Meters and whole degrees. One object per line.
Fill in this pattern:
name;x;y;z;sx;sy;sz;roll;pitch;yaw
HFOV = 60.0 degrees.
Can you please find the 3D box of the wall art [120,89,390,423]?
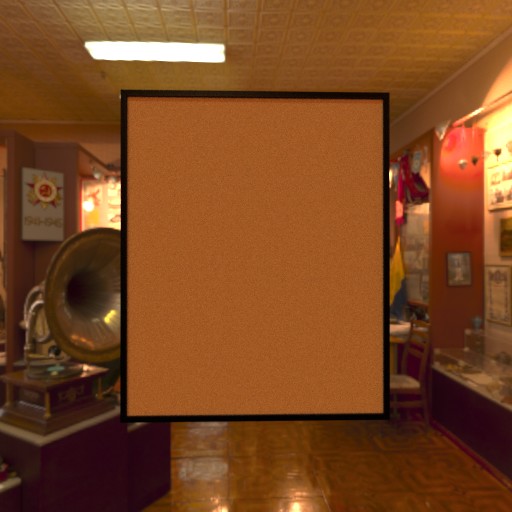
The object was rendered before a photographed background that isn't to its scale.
wall art;0.000;0.000;0.761;0.451;0.553;0.039;0;0;-2
